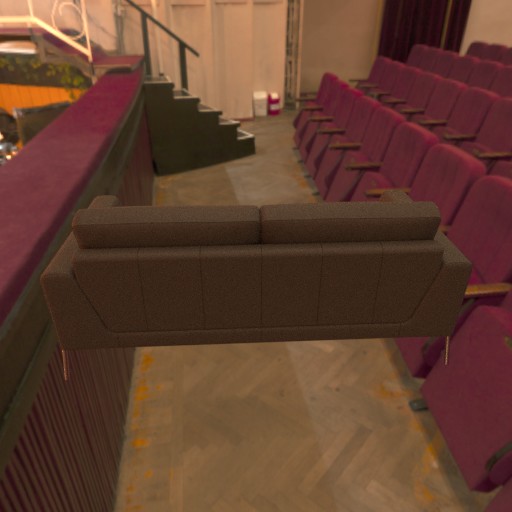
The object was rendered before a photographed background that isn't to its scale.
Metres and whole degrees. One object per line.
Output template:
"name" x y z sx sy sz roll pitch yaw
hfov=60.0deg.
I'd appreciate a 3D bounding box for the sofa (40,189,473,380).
"sofa" 0.000 0.000 2.513 2.017 0.875 0.953 -2 30 -3
